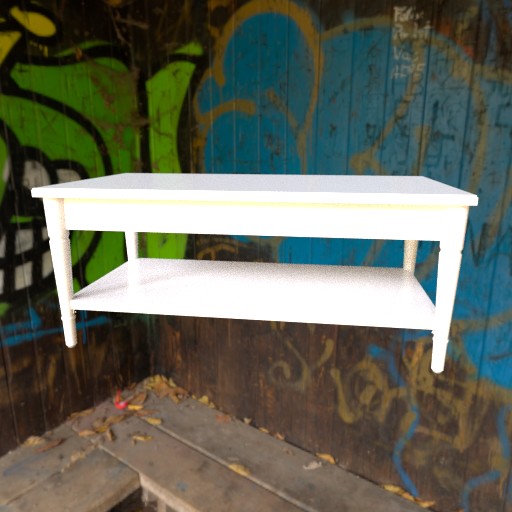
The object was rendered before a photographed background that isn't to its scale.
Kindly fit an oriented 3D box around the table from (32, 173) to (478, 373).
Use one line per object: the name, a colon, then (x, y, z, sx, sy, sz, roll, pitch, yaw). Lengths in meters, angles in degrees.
table: (0.000, 0.000, 1.370, 1.067, 0.457, 0.559, 2, 15, 8)
